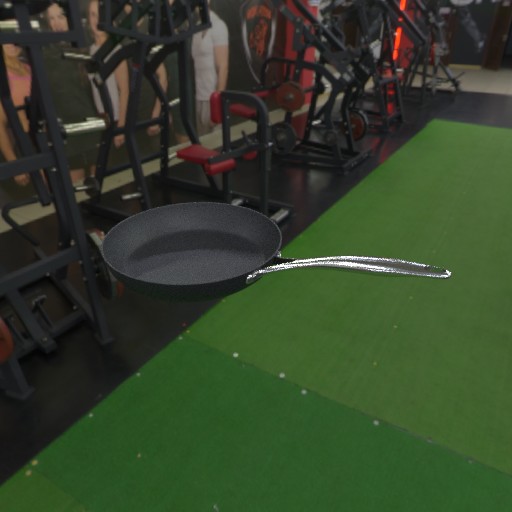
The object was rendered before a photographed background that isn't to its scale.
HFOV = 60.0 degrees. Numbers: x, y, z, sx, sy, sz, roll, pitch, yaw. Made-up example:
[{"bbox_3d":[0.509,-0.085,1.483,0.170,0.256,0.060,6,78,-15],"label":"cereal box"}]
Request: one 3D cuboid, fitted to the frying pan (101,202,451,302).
[{"bbox_3d":[0.000,0.000,0.587,0.472,0.105,0.255,18,34,29],"label":"frying pan"}]
